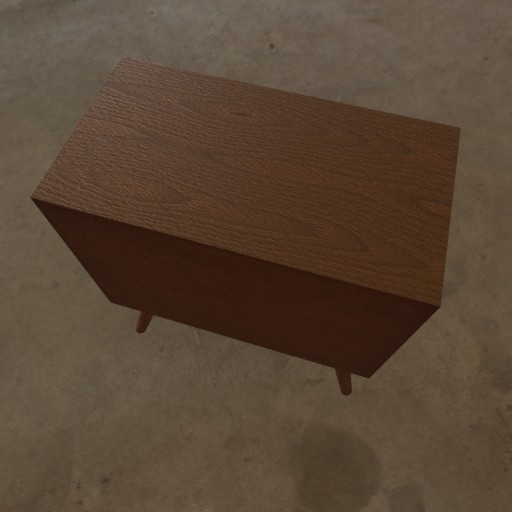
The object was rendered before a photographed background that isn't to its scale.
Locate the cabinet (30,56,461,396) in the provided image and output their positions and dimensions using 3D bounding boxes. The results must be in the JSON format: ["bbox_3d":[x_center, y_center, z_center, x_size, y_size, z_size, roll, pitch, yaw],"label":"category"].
[{"bbox_3d":[0.000,0.000,1.143,0.712,0.748,0.388,15,63,8],"label":"cabinet"}]
